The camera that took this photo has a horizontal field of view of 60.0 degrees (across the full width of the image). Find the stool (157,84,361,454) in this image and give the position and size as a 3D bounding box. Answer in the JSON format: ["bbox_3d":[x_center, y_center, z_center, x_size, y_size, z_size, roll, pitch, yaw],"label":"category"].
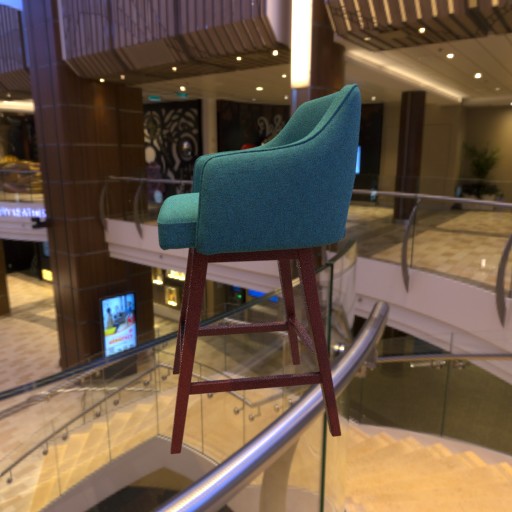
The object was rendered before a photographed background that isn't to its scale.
[{"bbox_3d":[0.000,0.000,1.347,0.556,0.961,0.548,-2,13,-9],"label":"stool"}]
